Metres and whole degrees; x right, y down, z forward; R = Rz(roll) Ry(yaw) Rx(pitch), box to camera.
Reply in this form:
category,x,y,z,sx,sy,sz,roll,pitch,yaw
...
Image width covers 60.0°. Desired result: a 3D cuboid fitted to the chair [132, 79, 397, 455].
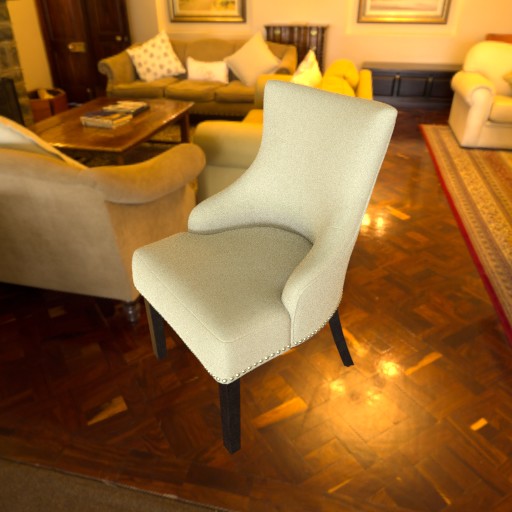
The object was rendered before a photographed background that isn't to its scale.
category,x,y,z,sx,sy,sz,roll,pitch,yaw
chair,0.000,0.000,1.354,0.629,0.909,0.566,-21,37,-30
